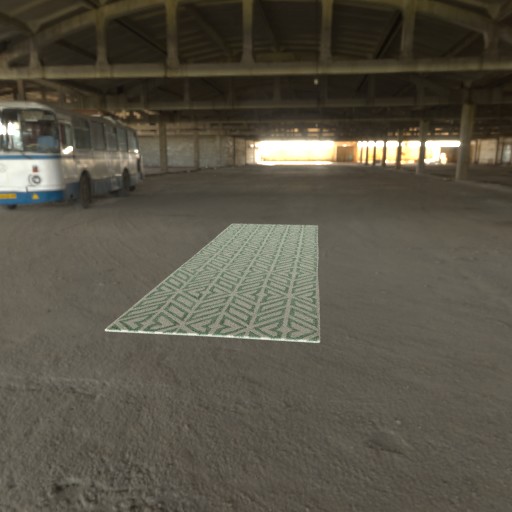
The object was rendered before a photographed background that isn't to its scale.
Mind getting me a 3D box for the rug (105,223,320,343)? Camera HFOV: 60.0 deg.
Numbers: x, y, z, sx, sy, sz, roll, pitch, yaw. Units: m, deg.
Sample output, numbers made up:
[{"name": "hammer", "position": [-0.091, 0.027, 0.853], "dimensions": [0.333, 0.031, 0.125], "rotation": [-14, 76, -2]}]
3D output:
[{"name": "rug", "position": [0.000, 0.000, 2.681], "dimensions": [0.750, 0.009, 2.435], "rotation": [2, 13, 7]}]
